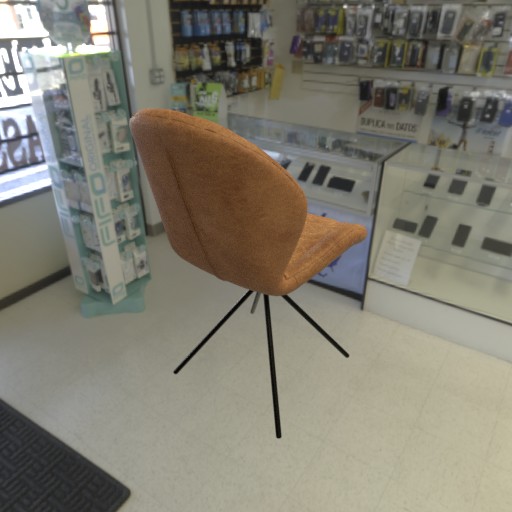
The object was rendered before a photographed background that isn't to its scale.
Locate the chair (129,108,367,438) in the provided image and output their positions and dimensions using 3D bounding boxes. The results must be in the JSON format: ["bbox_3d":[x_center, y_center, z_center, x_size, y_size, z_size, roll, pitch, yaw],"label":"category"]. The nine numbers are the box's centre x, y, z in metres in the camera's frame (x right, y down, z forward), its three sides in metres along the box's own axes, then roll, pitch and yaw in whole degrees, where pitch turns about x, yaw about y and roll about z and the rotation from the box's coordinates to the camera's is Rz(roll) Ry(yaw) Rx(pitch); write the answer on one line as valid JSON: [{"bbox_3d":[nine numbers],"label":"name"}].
[{"bbox_3d":[0.000,0.000,1.314,0.527,0.929,0.640,21,35,32],"label":"chair"}]
